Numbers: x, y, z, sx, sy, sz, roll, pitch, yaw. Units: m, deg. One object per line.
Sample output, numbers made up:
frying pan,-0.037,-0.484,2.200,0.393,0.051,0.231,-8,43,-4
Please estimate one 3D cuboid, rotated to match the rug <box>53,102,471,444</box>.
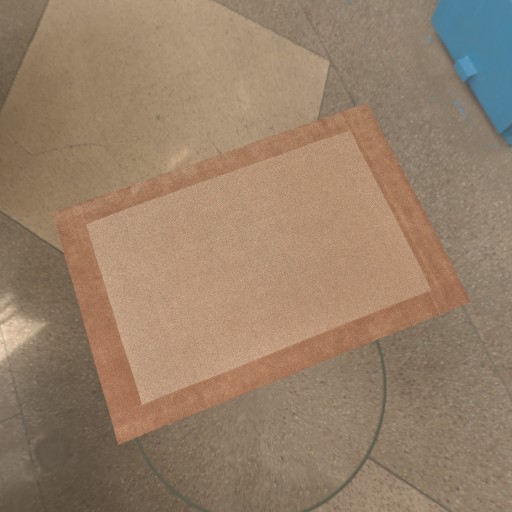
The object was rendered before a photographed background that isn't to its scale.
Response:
rug,0.000,0.000,2.273,1.829,0.014,1.219,-21,76,-5
